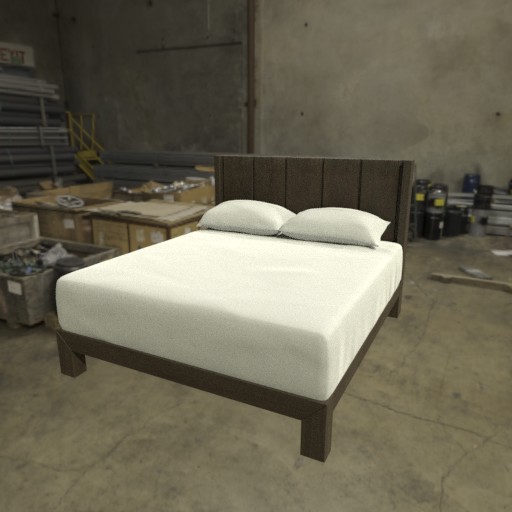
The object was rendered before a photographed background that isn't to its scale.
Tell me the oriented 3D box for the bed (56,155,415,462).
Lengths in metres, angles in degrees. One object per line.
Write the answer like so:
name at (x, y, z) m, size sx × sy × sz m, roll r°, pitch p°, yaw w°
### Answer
bed at (0.000, 0.000, 3.089) m, size 1.735 × 1.261 × 1.992 m, roll 8°, pitch 17°, yaw 26°
